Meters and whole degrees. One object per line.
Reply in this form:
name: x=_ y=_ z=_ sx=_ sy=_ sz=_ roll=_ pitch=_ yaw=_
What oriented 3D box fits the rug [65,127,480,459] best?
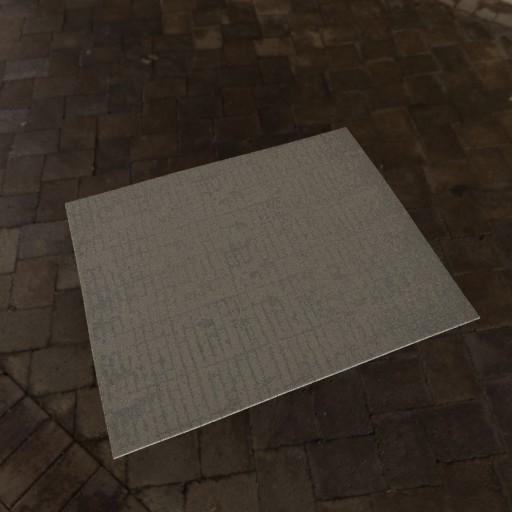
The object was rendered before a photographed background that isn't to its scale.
rug: x=0.000 y=0.000 z=3.990 sx=3.061 sy=0.014 sz=2.447 roll=-18 pitch=60 yaw=-11
